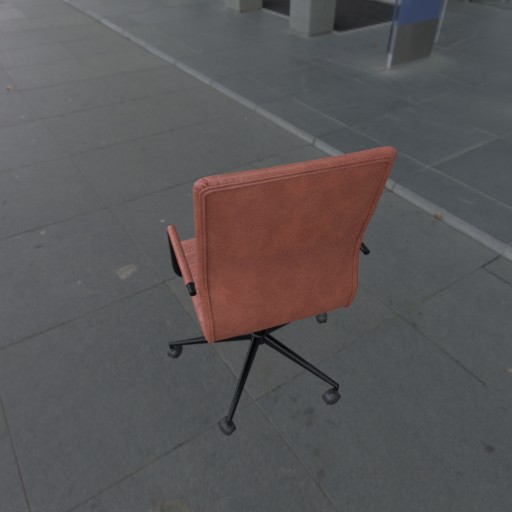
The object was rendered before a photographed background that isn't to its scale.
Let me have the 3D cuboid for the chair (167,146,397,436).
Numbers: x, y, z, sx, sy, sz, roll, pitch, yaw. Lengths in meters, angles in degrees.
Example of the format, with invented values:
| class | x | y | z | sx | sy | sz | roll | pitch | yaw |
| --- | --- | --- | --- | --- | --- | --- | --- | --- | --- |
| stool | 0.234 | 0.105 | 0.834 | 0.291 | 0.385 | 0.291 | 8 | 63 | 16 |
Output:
| class | x | y | z | sx | sy | sz | roll | pitch | yaw |
| --- | --- | --- | --- | --- | --- | --- | --- | --- | --- |
| chair | 0.000 | 0.000 | 1.288 | 0.600 | 0.878 | 0.578 | -13 | 42 | -15 |
